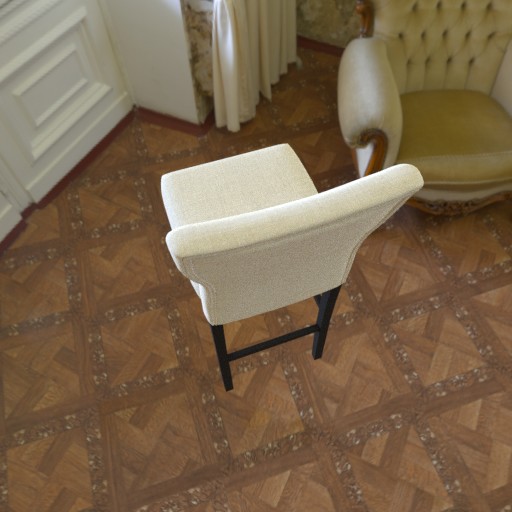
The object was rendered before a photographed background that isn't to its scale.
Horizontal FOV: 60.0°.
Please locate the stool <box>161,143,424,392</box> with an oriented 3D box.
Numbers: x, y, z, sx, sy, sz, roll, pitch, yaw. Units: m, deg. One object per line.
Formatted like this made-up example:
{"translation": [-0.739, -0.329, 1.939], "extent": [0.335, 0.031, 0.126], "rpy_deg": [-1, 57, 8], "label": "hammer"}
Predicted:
{"translation": [0.000, 0.000, 1.421], "extent": [0.516, 1.124, 0.603], "rpy_deg": [-17, 59, -10], "label": "stool"}
